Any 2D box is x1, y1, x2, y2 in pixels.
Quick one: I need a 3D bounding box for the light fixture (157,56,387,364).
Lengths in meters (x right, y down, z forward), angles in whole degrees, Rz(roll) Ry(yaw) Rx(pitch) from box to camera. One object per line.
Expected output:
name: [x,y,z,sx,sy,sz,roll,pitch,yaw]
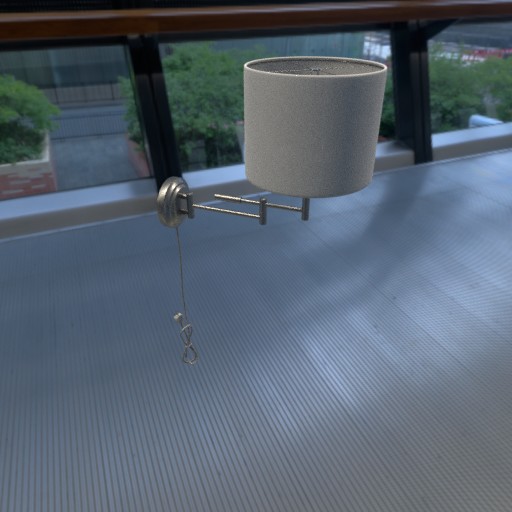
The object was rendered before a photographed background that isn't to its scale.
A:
light fixture: [0.000,0.000,1.041,0.479,0.842,0.253,12,32,19]
